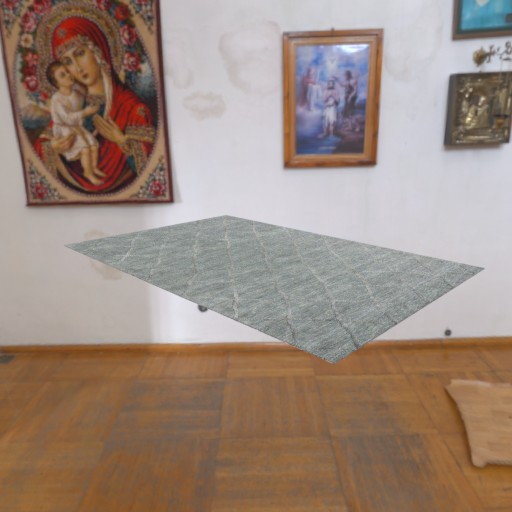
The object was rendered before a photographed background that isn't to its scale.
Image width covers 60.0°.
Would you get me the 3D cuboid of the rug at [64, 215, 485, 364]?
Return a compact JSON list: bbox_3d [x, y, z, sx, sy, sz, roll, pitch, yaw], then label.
[{"bbox_3d":[0.000,0.000,2.858,2.283,0.006,1.521,16,23,42],"label":"rug"}]
